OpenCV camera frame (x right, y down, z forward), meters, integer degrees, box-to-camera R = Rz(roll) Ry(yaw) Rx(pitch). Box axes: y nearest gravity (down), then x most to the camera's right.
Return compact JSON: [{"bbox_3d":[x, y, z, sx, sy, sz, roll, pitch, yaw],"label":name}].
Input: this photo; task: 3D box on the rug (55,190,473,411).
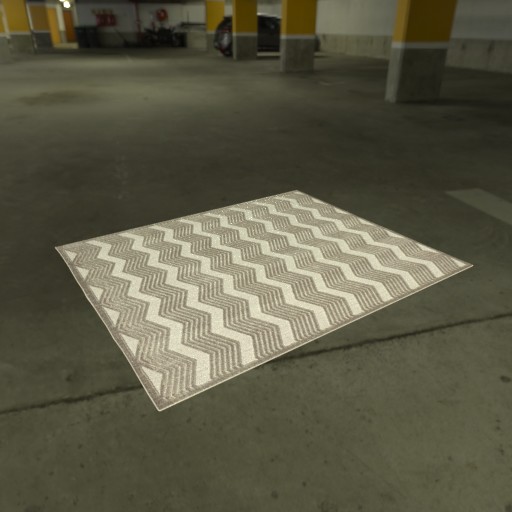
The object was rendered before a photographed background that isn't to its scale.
[{"bbox_3d":[0.000,0.000,3.951,2.880,0.005,2.391,-17,32,-30],"label":"rug"}]
